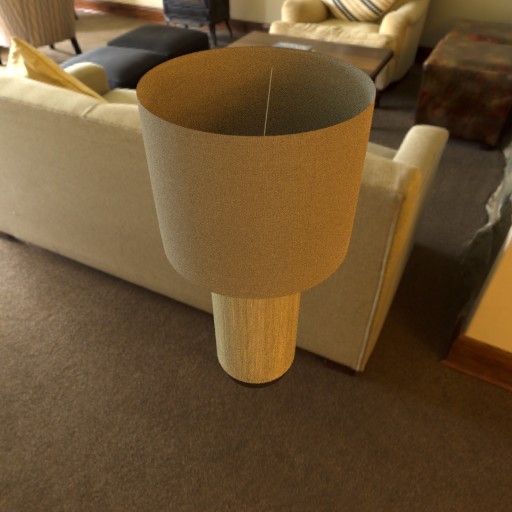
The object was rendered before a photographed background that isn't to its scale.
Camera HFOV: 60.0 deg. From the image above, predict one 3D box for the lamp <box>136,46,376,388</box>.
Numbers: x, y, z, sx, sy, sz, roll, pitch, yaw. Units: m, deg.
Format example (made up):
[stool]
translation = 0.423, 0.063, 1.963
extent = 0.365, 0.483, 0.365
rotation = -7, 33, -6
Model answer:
[lamp]
translation = 0.000, 0.000, 0.572
extent = 0.228, 0.444, 0.228
rotation = -14, 43, -15
